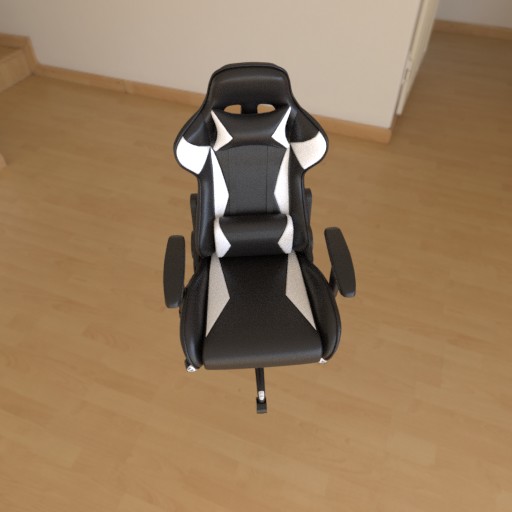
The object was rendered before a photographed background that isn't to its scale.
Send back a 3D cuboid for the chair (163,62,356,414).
[{"bbox_3d":[0.000,0.000,1.738,0.730,1.285,0.695,-3,47,-3],"label":"chair"}]
